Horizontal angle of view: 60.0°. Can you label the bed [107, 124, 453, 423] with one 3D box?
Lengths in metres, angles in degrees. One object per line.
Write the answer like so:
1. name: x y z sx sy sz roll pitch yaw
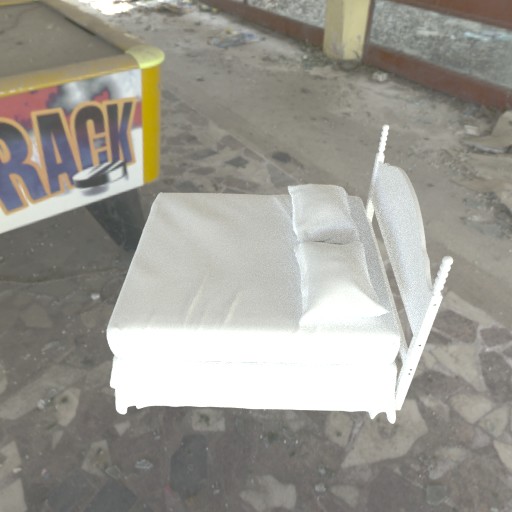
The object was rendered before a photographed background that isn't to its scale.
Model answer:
1. bed: 0.000 0.000 3.267 2.040 1.356 1.873 1 40 1
